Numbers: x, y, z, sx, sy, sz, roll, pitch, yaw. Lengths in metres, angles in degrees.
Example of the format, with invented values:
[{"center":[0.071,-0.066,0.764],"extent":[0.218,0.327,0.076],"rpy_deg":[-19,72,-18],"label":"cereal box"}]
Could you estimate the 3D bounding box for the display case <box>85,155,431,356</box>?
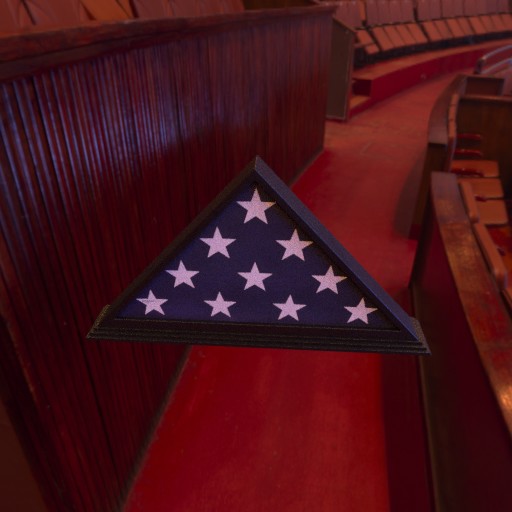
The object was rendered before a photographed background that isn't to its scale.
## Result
[{"center":[0.000,0.000,0.774],"extent":[0.640,0.340,0.095],"rpy_deg":[2,31,3],"label":"display case"}]
